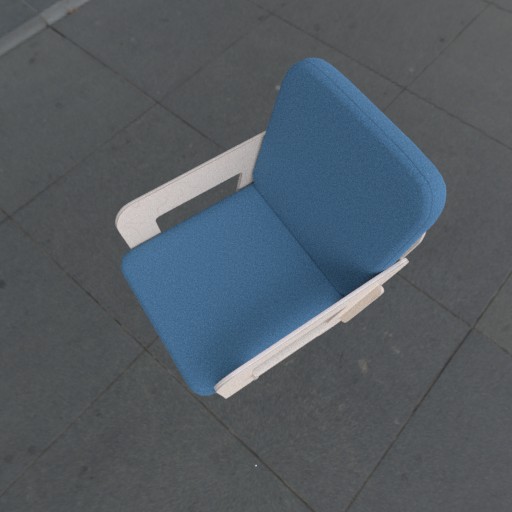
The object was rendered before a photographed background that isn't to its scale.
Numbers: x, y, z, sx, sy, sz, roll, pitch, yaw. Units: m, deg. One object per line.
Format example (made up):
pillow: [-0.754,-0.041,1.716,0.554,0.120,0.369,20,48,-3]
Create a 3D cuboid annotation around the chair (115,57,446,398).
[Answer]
chair: [0.000,0.000,1.209,0.657,0.747,0.547,-31,69,-14]
